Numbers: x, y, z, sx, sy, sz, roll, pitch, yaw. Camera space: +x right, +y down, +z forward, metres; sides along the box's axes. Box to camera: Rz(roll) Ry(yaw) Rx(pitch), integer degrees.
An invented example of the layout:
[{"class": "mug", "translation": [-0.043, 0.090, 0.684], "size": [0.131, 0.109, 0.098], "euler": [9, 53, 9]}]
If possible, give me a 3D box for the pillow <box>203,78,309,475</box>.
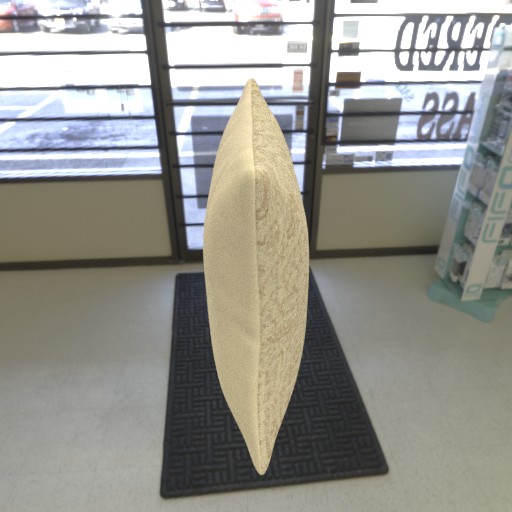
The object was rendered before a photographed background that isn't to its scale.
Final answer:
[{"class": "pillow", "translation": [0.000, 0.000, 0.794], "size": [0.166, 0.510, 0.523], "euler": [-1, 32, -1]}]
